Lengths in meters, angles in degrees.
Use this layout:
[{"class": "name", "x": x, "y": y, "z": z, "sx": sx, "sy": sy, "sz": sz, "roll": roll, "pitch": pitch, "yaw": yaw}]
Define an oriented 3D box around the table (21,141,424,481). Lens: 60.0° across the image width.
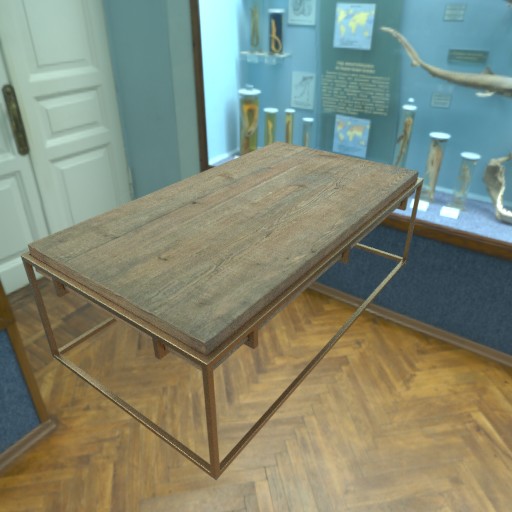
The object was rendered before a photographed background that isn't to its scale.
[{"class": "table", "x": 0.000, "y": 0.000, "z": 1.743, "sx": 0.775, "sy": 0.468, "sz": 1.387, "roll": 21, "pitch": 37, "yaw": 31}]
